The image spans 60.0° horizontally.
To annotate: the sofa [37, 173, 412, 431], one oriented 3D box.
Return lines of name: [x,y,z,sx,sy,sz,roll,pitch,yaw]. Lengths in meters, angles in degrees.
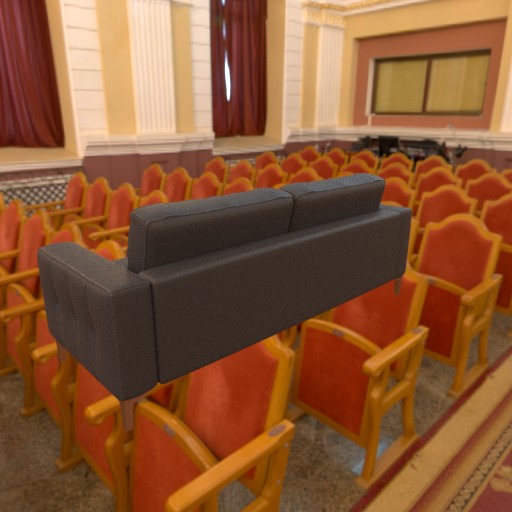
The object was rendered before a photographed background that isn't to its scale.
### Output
sofa: [0.000,0.000,2.704,2.275,0.893,0.833,-16,24,-40]
